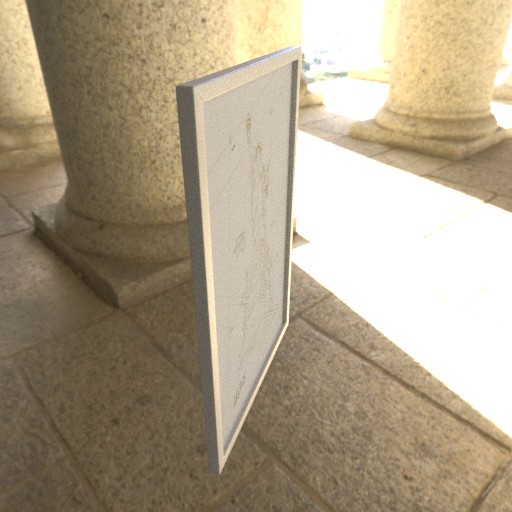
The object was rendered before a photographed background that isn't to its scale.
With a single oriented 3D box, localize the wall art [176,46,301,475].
[{"bbox_3d":[0.000,0.000,1.000,0.026,0.813,0.556,10,32,17],"label":"wall art"}]
